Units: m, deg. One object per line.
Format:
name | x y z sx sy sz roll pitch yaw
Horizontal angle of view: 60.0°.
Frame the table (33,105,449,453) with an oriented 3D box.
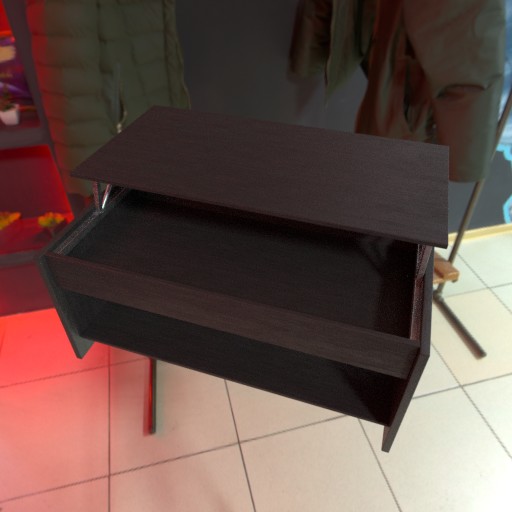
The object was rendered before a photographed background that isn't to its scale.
table | 0.000 0.000 1.397 1.000 0.570 0.712 12 43 14
